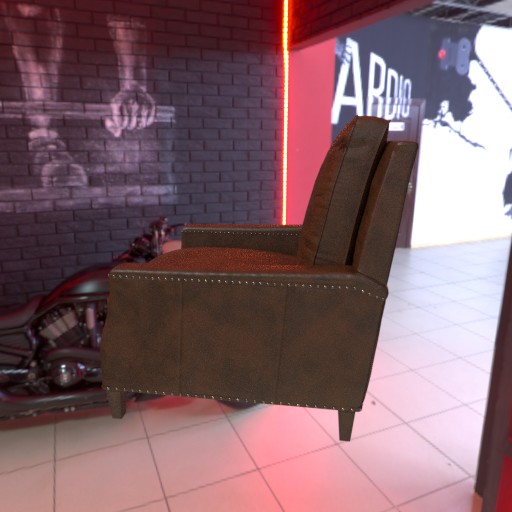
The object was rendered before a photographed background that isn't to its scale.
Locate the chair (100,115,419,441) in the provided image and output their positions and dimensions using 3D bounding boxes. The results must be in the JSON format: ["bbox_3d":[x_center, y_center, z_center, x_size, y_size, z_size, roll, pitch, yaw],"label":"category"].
[{"bbox_3d":[0.000,0.000,1.794,1.035,1.054,0.854,2,15,9],"label":"chair"}]
